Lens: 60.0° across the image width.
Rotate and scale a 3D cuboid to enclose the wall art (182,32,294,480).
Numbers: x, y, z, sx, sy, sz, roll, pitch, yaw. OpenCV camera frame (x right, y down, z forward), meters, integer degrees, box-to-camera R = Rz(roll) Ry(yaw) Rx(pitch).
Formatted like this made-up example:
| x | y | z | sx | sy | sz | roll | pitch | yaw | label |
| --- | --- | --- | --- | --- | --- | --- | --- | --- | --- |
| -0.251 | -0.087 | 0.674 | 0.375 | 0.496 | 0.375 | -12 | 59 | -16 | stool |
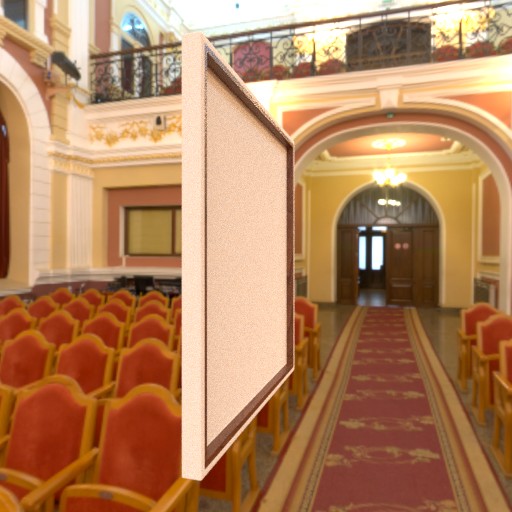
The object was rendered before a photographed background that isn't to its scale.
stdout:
| x | y | z | sx | sy | sz | roll | pitch | yaw | label |
| --- | --- | --- | --- | --- | --- | --- | --- | --- | --- |
| 0.000 | 0.000 | 1.112 | 0.037 | 0.757 | 0.757 | 0 | 0 | 17 | wall art |
